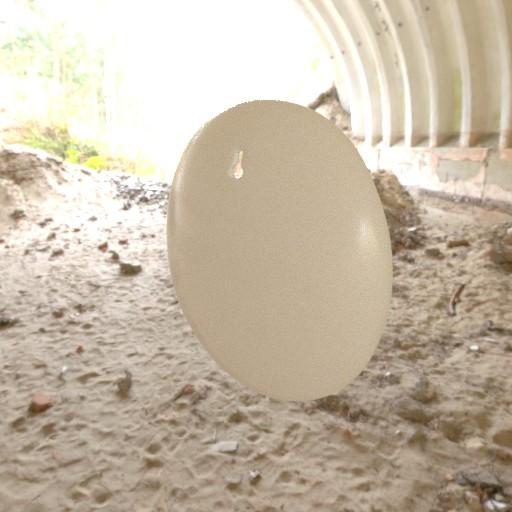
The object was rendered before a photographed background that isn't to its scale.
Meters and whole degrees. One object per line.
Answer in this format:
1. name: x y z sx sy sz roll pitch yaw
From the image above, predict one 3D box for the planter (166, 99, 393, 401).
1. planter: 0.000 0.000 0.280 0.185 0.188 0.043 13 19 42
